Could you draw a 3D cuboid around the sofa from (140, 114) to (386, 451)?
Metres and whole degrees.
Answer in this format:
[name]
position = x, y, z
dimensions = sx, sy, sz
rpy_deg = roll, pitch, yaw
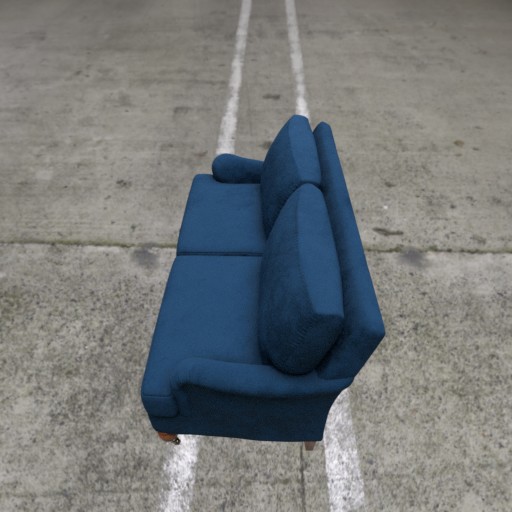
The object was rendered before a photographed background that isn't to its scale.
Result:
[sofa]
position = 0.000, 0.000, 2.842
dimensions = 1.084, 1.101, 2.141
rpy_deg = 1, 40, 1
